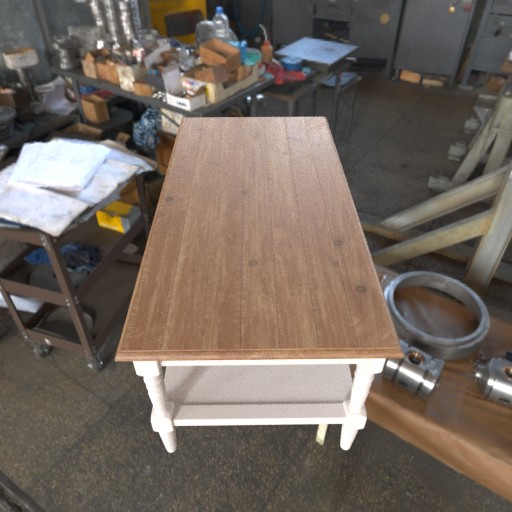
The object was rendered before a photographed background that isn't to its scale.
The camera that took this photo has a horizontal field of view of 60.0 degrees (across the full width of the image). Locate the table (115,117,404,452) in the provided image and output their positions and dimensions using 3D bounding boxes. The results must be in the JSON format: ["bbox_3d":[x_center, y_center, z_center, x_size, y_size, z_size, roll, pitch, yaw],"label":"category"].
[{"bbox_3d":[0.000,0.000,1.420,0.559,0.458,1.118,-1,40,-1],"label":"table"}]
